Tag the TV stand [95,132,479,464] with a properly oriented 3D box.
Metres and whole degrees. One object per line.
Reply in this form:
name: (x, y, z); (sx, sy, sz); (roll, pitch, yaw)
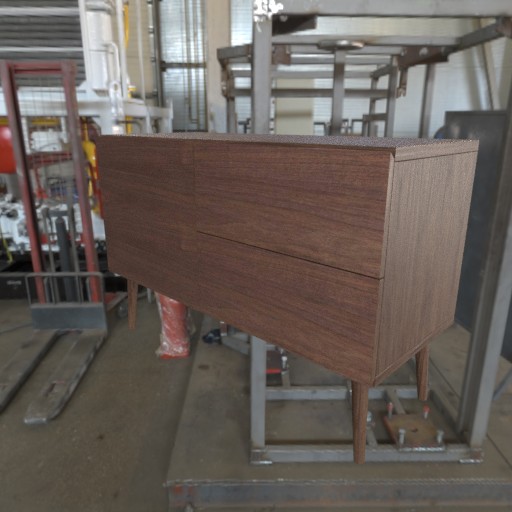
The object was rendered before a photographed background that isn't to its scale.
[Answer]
TV stand: (0.000, 0.000, 1.271); (0.990, 0.660, 0.405); (16, 23, 42)
